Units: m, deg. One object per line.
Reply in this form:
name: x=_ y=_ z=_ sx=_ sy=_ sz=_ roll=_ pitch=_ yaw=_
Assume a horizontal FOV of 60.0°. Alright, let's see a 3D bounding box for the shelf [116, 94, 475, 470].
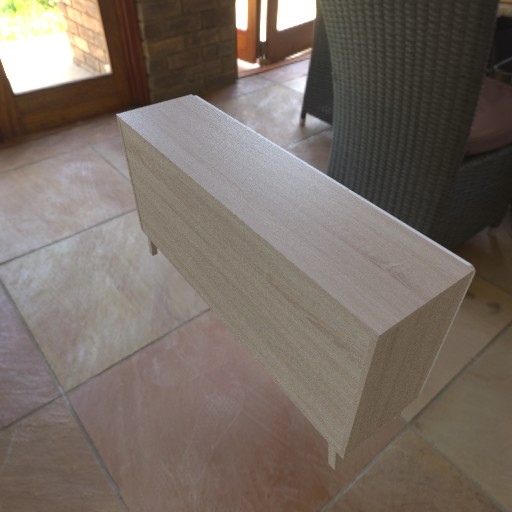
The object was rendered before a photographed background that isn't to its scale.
shelf: x=0.000 y=0.000 z=1.806 sx=0.400 sy=0.780 sz=1.490 roll=-26 pitch=48 yaw=-26
